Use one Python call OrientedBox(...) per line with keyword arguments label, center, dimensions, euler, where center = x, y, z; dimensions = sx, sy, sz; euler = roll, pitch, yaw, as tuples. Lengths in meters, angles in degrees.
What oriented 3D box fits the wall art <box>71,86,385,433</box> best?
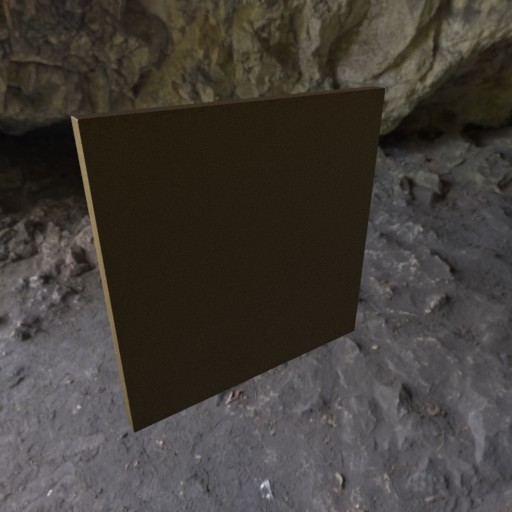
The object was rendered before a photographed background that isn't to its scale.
OrientedBox(label="wall art", center=(0.000, 0.000, 0.751), dimensions=(0.503, 0.506, 0.030), euler=(-17, 32, -29))
